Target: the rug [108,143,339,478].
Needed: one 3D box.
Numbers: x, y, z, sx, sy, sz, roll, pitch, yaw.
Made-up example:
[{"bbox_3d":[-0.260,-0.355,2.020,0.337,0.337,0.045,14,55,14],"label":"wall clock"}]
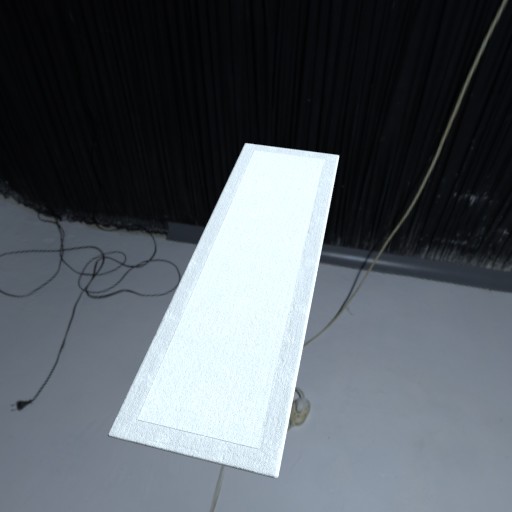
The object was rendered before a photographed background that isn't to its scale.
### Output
[{"bbox_3d":[0.000,0.000,2.696,0.759,0.012,2.430,10,47,9],"label":"rug"}]
